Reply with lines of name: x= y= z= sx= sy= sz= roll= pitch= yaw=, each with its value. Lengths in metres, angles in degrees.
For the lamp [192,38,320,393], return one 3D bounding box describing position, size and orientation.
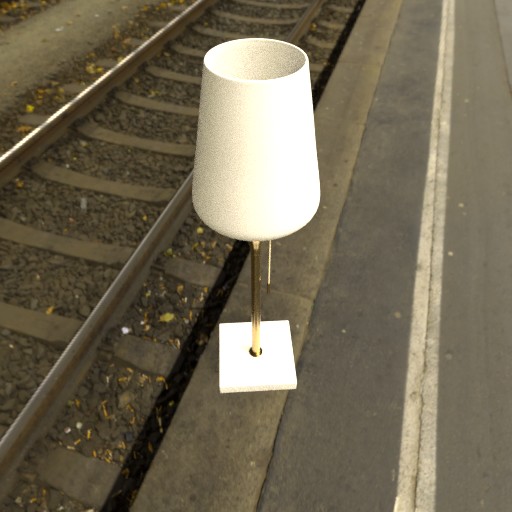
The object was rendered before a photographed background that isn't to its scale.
lamp: x=0.000 y=0.000 z=0.725 sx=0.181 sy=0.639 sz=0.181 roll=-2 pitch=46 yaw=-2
